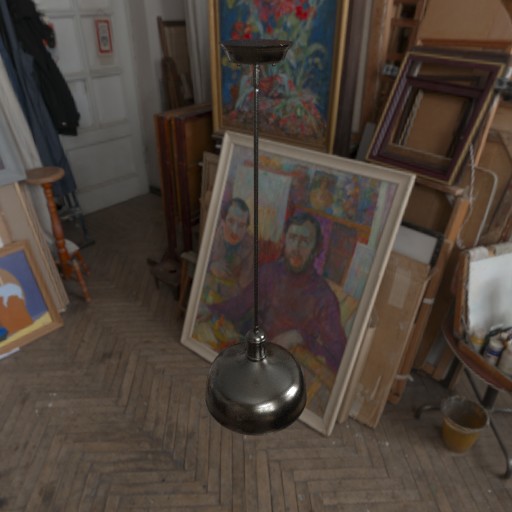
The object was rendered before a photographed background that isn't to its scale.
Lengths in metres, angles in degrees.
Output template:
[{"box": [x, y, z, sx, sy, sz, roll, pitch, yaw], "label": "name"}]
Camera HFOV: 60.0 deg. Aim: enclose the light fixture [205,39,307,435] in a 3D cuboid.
[{"box": [0.000, 0.000, 1.073, 0.299, 0.935, 0.299, 2, 30, 3], "label": "light fixture"}]
